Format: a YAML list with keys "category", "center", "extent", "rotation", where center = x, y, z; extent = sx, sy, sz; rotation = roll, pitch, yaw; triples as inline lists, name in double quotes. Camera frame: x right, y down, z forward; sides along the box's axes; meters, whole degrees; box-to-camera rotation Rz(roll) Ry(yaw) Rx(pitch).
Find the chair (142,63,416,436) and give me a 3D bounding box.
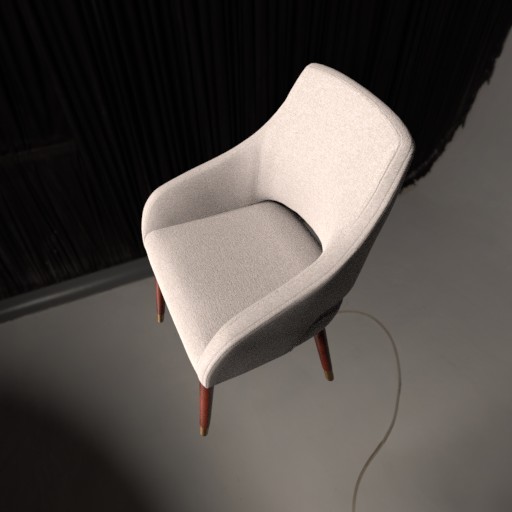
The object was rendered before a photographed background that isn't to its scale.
- category: "chair"
  center: [0.000, 0.000, 1.289]
  extent: [0.600, 0.889, 0.609]
  rotation: [-19, 49, -17]
